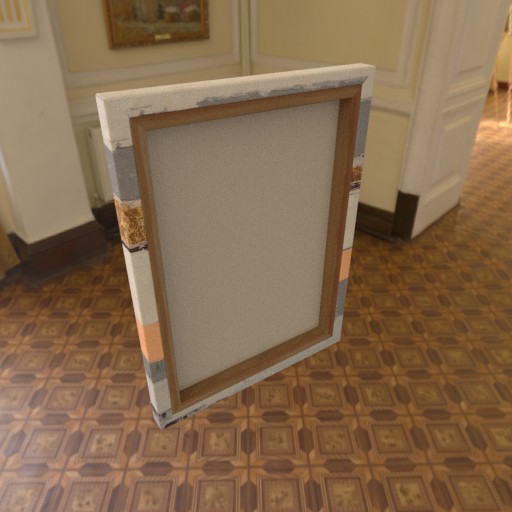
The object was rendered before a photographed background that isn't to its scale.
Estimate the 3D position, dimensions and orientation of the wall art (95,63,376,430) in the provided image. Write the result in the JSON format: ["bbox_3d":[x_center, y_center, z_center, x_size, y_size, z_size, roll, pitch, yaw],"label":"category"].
[{"bbox_3d":[0.000,0.000,0.804,0.456,0.609,0.038,-19,36,-28],"label":"wall art"}]
